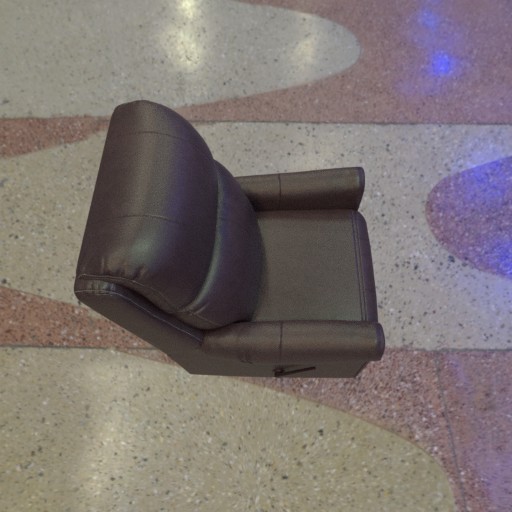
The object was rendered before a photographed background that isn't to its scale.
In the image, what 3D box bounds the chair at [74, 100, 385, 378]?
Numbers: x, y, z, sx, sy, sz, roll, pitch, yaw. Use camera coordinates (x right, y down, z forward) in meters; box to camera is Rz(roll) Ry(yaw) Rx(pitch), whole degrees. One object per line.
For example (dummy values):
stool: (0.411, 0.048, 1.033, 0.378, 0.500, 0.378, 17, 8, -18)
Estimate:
chair: (0.000, 0.000, 1.780, 1.014, 1.054, 0.838, 1, 62, 0)
